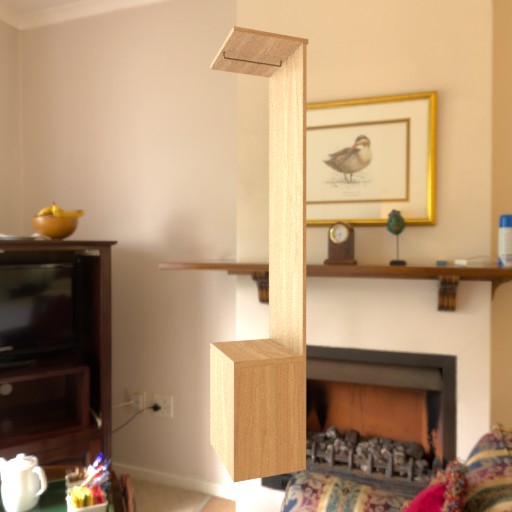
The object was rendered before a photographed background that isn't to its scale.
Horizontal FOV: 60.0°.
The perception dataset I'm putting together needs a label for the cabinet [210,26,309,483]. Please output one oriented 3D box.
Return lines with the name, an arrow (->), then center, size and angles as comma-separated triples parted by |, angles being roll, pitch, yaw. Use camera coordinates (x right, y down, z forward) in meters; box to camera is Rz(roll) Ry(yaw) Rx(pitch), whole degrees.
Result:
cabinet -> 0.000, 0.000, 2.065 | 0.338, 1.879, 0.411 | 0, 1, -19
